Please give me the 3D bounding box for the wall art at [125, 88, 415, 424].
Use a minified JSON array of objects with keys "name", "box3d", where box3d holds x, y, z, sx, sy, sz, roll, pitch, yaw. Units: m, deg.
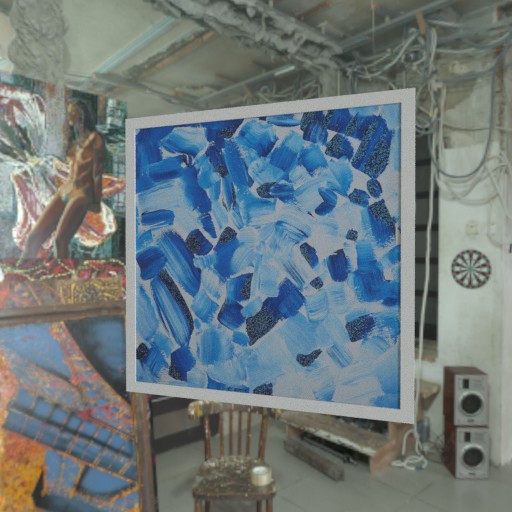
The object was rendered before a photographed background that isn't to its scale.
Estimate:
[{"name":"wall art","box3d":[0.000,0.000,0.980,0.660,0.660,0.015,0,1,18]}]
